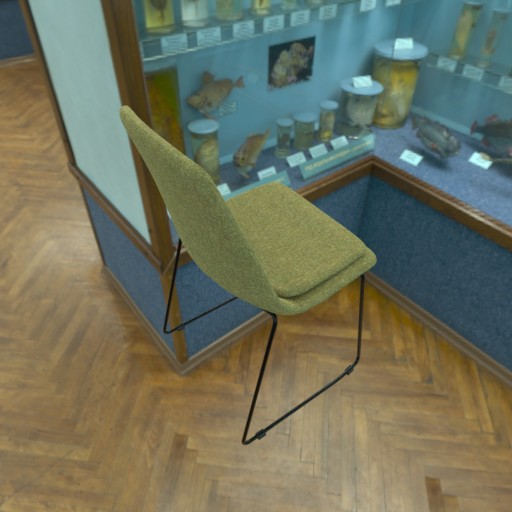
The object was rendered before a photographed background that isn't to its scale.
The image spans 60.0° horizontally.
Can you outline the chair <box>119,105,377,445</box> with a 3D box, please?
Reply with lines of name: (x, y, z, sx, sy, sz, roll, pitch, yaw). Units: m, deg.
chair: (0.000, 0.000, 1.152, 0.496, 0.849, 0.479, -26, 48, -26)
